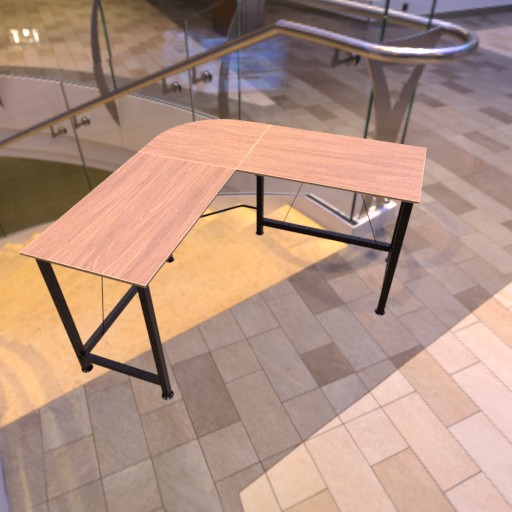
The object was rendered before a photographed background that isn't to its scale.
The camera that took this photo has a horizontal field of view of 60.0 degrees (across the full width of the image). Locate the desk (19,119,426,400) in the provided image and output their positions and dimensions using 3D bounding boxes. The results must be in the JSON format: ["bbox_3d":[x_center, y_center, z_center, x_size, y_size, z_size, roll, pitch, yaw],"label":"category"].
[{"bbox_3d":[0.000,0.000,2.244,1.400,0.762,1.400,13,42,15],"label":"desk"}]
